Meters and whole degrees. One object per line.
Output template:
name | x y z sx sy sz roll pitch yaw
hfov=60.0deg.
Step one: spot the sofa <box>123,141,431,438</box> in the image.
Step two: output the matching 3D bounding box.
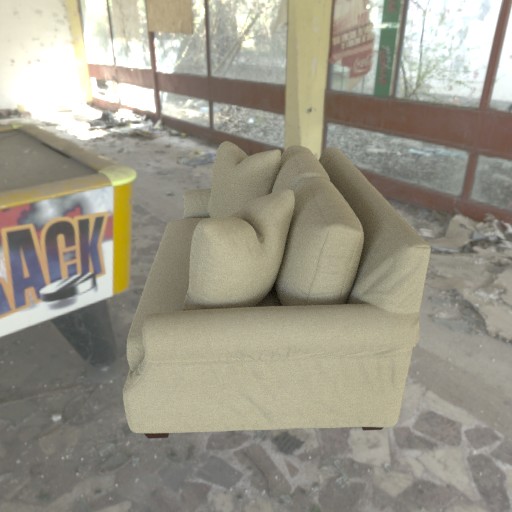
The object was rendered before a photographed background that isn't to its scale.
sofa | 0.000 0.000 2.163 1.070 0.905 1.550 -1 26 -2
